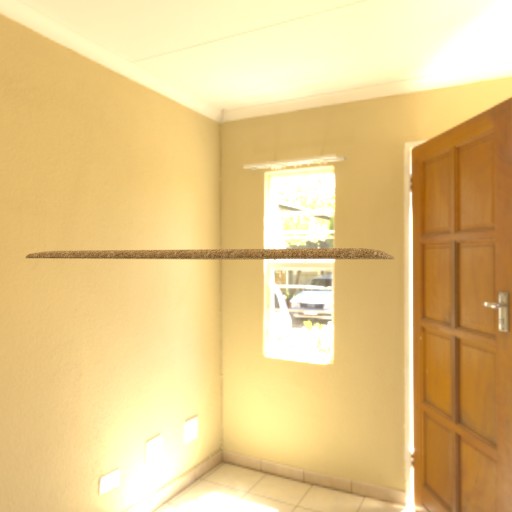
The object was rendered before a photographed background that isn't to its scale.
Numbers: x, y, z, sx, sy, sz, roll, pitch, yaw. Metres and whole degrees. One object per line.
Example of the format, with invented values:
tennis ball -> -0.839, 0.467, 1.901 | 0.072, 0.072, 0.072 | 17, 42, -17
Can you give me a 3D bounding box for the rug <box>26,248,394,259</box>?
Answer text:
rug -> 0.000, 0.000, 3.816 | 2.242, 0.050, 2.873 | 0, -1, 18
